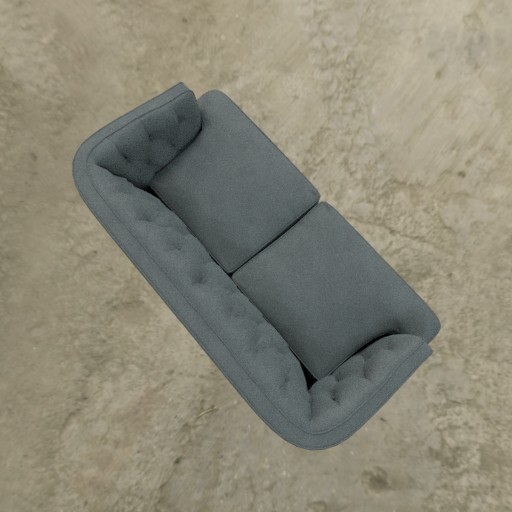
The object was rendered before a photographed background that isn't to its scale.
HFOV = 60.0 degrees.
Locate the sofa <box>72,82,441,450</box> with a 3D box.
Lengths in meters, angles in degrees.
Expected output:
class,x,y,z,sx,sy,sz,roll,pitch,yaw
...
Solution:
class,x,y,z,sx,sy,sz,roll,pitch,yaw
sofa,0.000,0.000,2.232,0.941,0.855,1.733,-40,80,-9
